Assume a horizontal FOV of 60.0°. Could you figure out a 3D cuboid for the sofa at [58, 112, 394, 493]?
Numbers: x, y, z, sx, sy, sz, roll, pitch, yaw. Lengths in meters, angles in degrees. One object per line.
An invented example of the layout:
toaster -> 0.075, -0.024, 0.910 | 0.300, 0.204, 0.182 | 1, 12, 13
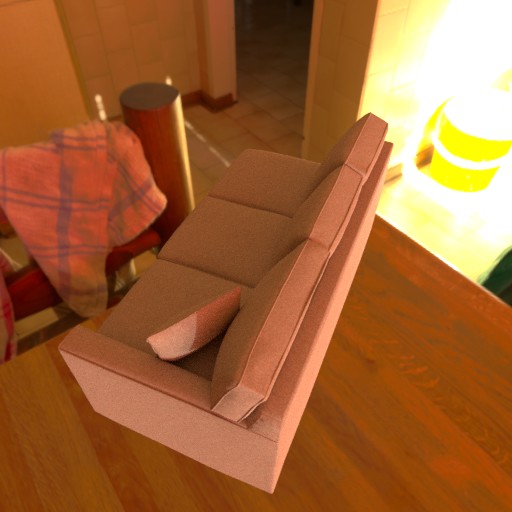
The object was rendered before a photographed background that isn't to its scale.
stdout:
sofa -> 0.000, 0.000, 2.458 | 1.034, 0.946, 1.963 | 17, 48, 16
